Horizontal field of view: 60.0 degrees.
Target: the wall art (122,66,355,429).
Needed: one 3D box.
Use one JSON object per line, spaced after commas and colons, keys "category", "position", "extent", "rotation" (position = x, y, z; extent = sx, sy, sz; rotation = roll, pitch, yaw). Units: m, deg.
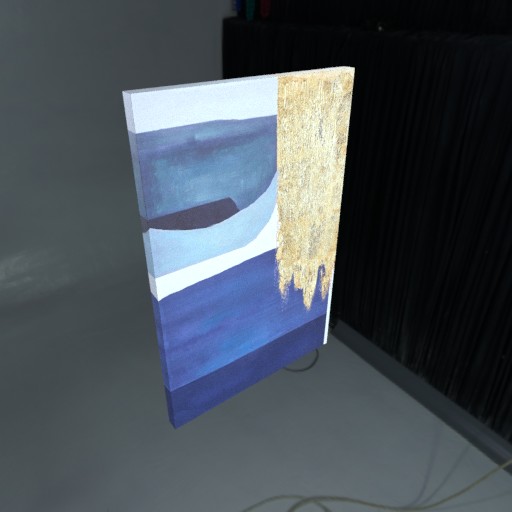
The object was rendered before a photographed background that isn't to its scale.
{"category": "wall art", "position": [0.000, 0.000, 1.210], "extent": [0.607, 0.911, 0.039], "rotation": [-21, 36, -32]}
